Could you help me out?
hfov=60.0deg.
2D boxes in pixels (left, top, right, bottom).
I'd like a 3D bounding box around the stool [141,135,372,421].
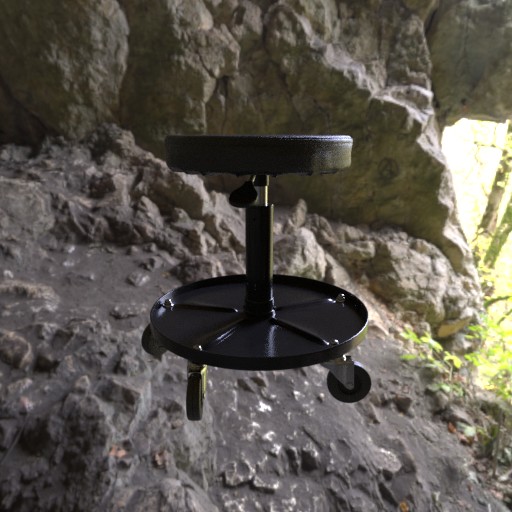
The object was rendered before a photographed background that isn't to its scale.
[{"bbox_3d":[0.000,0.000,0.693,0.381,0.365,0.382,2,16,8],"label":"stool"}]
